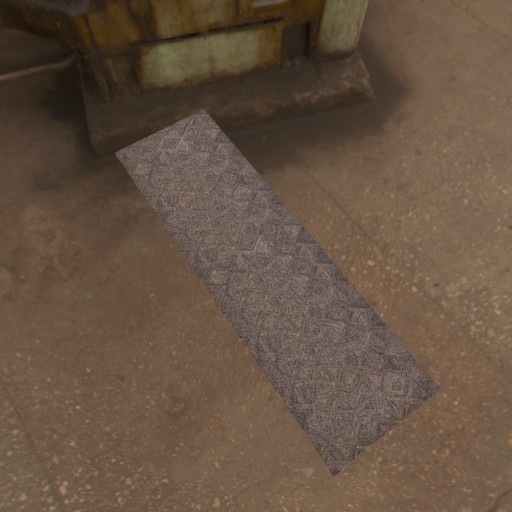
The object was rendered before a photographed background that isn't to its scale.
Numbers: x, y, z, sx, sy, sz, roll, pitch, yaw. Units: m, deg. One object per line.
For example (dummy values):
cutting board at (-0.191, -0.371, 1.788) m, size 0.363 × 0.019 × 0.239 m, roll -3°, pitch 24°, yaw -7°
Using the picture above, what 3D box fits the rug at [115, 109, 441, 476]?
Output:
rug at (0.000, 0.000, 2.559) m, size 0.691 × 0.011 × 2.296 m, roll -31°, pitch 67°, yaw -15°
